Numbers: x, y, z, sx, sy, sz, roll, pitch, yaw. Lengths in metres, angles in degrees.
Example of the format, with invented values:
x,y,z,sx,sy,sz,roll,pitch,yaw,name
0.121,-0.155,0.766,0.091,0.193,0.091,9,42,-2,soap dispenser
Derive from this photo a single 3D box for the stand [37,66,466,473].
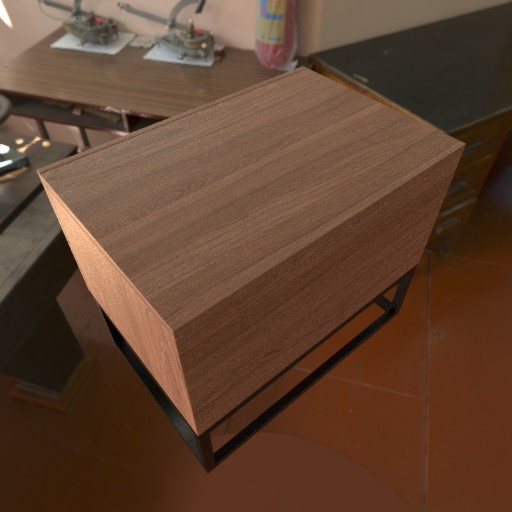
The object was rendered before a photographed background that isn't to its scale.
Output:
x,y,z,sx,sy,sz,roll,pitch,yaw,name
0.000,0.000,0.928,0.600,0.500,0.420,-31,54,-26,stand
